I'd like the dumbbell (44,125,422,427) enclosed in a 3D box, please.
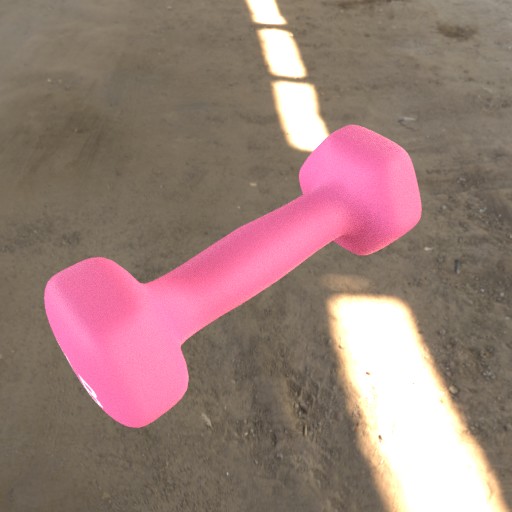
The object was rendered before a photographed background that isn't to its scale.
[{"bbox_3d":[0.000,0.000,0.167,0.146,0.053,0.058,-32,54,-27],"label":"dumbbell"}]
